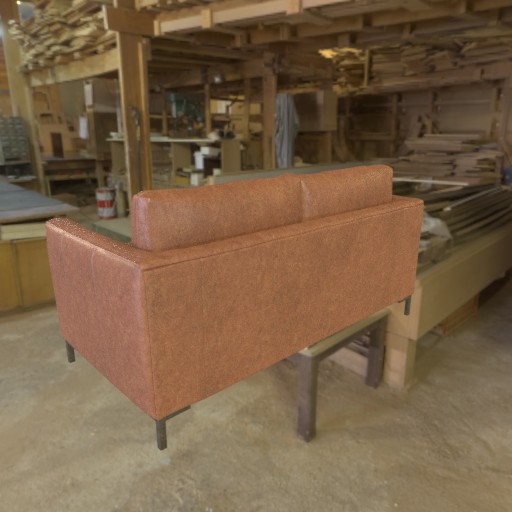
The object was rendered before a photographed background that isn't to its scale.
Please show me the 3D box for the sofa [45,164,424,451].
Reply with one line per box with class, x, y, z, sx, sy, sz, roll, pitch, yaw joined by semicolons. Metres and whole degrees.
sofa;0.000;0.000;2.272;1.797;0.883;0.899;-15;22;-41
